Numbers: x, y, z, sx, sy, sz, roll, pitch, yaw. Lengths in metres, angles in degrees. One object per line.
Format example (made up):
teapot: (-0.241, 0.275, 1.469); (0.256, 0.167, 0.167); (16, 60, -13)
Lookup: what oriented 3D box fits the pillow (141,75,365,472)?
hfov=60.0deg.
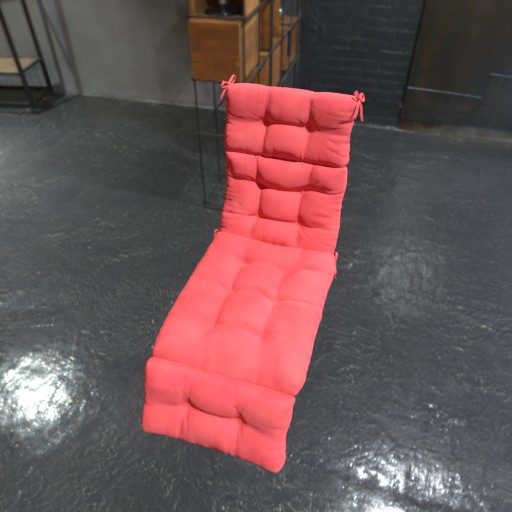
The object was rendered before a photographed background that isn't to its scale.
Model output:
pillow: (0.000, 0.000, 1.503); (0.526, 0.863, 1.016); (11, 42, 13)
